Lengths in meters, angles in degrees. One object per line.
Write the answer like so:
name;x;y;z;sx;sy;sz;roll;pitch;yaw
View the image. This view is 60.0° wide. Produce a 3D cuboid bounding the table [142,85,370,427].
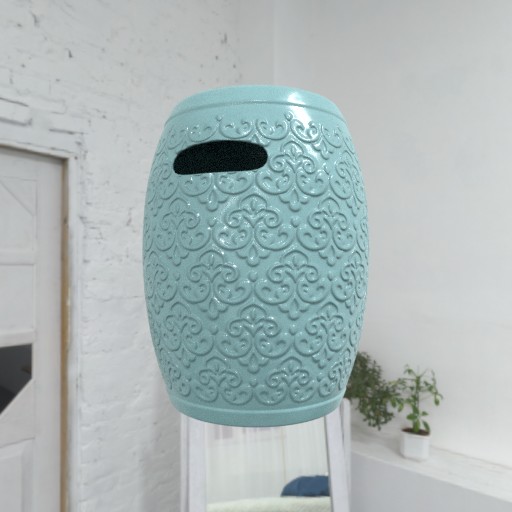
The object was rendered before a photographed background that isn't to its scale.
table;0.000;0.000;0.623;0.309;0.397;0.309;0;0;0
